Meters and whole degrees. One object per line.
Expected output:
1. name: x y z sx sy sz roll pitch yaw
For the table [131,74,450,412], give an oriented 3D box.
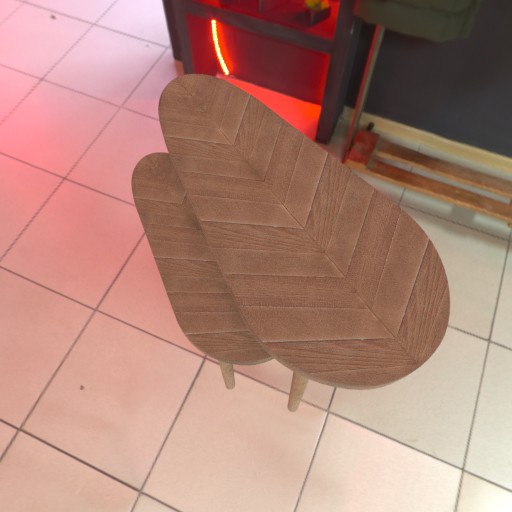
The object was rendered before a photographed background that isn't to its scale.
1. table: 0.000 0.000 1.535 0.701 0.595 1.190 -31 67 -15
